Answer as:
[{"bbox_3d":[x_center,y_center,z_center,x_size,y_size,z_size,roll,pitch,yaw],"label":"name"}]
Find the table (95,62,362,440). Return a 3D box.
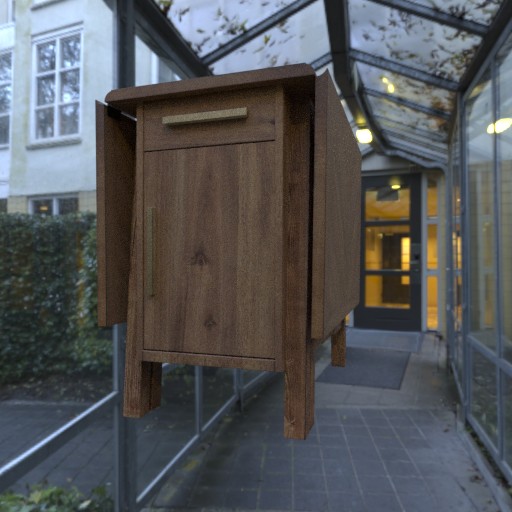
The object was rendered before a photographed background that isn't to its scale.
[{"bbox_3d":[0.000,0.000,1.681,0.701,0.981,0.967,0,0,18],"label":"table"}]
